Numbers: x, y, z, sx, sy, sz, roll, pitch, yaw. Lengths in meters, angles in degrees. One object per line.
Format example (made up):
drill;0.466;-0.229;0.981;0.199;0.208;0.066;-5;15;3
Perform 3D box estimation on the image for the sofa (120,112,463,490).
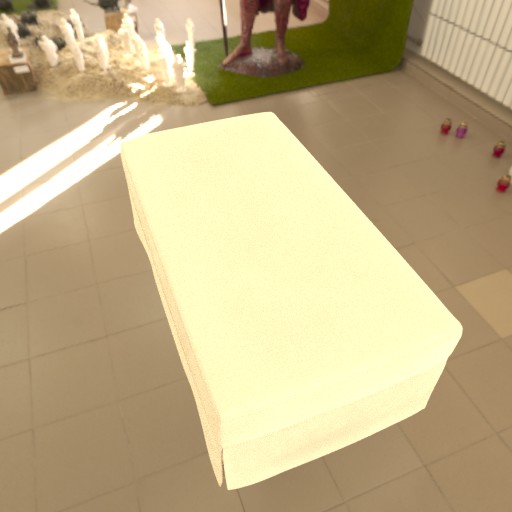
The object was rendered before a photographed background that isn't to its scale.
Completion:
sofa;0.000;0.000;2.054;0.939;0.552;1.677;-16;48;-15
